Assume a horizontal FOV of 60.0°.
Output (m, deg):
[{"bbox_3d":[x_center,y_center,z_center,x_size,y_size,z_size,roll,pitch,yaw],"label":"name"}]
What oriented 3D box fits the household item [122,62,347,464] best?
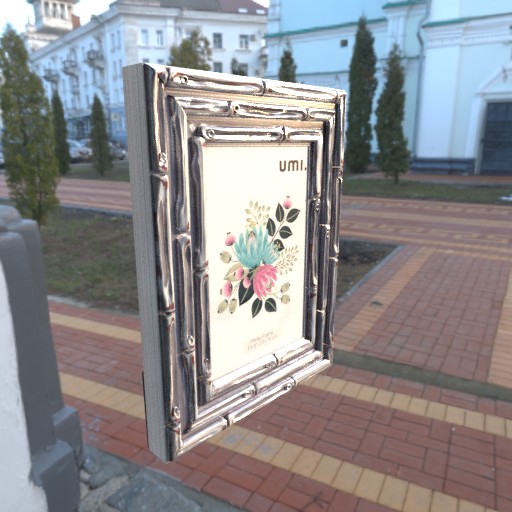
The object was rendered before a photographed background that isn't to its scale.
[{"bbox_3d":[0.000,0.000,0.292,0.025,0.216,0.165,14,20,43],"label":"household item"}]
